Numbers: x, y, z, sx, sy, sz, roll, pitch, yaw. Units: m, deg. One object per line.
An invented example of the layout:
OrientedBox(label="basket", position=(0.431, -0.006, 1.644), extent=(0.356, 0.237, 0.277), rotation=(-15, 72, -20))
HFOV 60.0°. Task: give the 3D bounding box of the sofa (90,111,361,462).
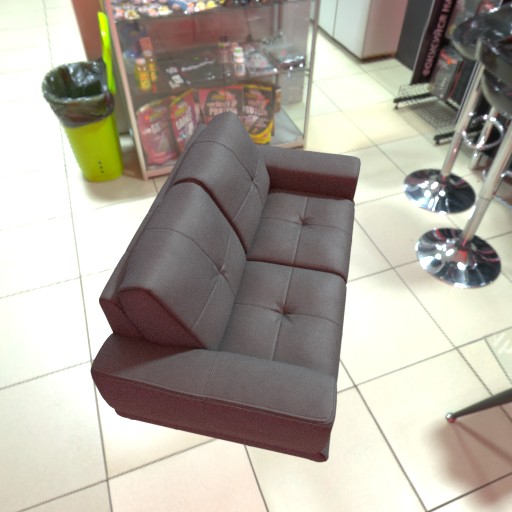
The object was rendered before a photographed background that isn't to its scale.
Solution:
OrientedBox(label="sofa", position=(0.000, 0.000, 2.361), extent=(1.018, 0.907, 1.806), rotation=(9, 48, 8))
